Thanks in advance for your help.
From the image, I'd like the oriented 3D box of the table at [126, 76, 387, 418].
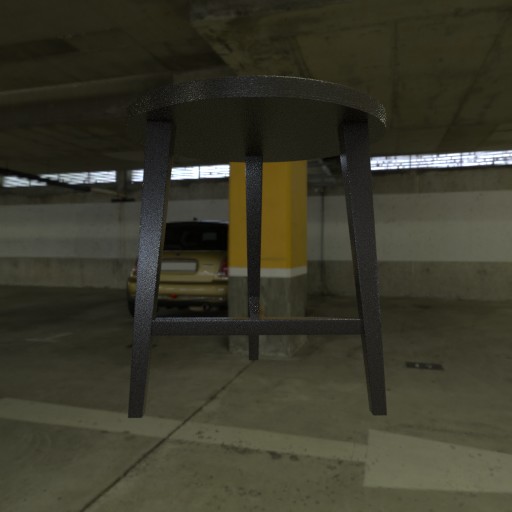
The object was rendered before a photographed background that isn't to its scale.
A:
[{"bbox_3d":[0.000,0.000,0.893,0.500,0.531,0.500,0,1,0],"label":"table"}]
